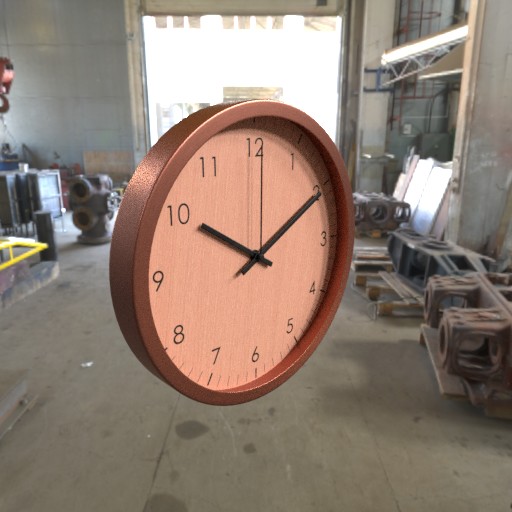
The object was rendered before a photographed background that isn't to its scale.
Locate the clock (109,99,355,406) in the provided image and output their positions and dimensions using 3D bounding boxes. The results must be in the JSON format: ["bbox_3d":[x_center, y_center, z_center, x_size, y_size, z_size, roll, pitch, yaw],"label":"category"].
[{"bbox_3d":[0.000,0.000,0.472,0.313,0.313,0.040,-14,20,-43],"label":"clock"}]
